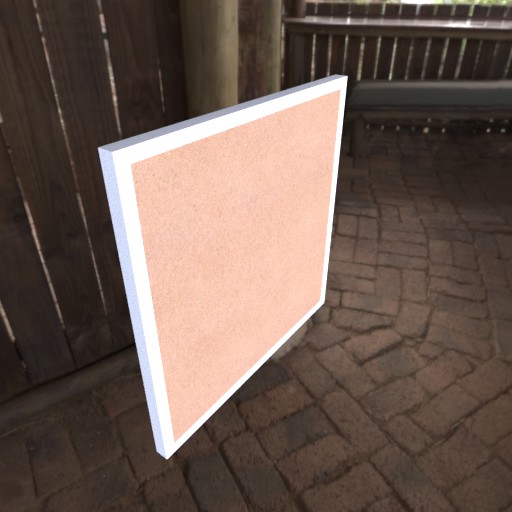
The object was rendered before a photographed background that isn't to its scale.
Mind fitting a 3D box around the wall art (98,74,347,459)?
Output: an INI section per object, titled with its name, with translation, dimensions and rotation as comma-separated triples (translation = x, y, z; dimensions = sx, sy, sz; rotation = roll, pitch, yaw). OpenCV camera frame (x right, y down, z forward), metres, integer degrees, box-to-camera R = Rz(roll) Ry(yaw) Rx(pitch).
[wall art]
translation = 0.000, 0.000, 1.130
dimensions = 0.036, 0.760, 0.760
rotation = 22, 38, 31
